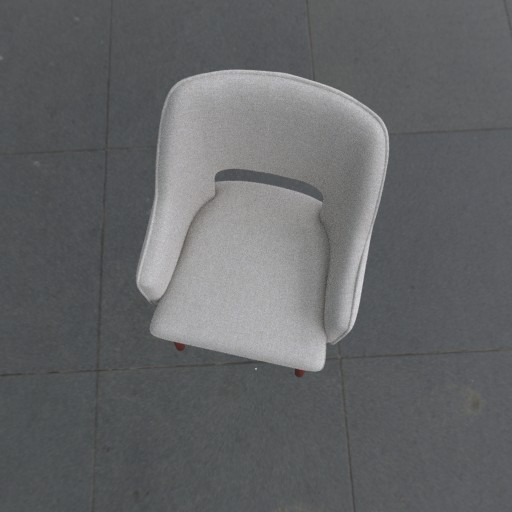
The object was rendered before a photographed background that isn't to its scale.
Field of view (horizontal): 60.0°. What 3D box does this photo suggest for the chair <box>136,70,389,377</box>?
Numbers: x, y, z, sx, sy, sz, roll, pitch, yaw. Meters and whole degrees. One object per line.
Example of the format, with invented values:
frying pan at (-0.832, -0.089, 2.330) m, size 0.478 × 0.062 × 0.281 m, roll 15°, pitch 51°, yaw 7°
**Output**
chair at (0.000, 0.000, 1.216) m, size 0.560 × 0.840 × 0.580 m, roll 12°, pitch 76°, yaw 3°
